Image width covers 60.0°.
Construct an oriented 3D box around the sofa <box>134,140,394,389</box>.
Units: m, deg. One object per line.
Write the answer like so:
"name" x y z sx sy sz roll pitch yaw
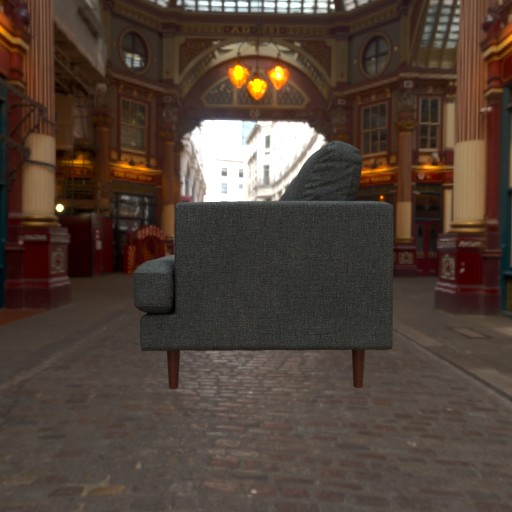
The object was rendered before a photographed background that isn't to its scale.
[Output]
"sofa" 0.000 0.000 2.611 0.903 0.930 2.246 0 2 -1
